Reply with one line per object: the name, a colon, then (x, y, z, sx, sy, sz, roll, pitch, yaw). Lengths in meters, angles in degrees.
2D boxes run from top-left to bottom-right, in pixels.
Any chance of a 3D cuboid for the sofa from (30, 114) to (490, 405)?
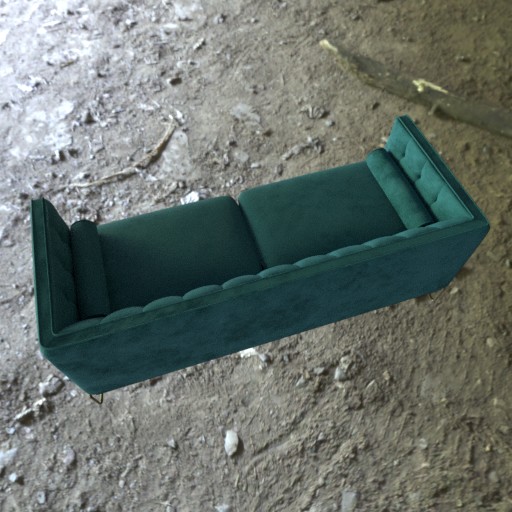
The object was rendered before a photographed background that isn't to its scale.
sofa: (0.000, 0.000, 2.432, 2.087, 0.789, 0.867, -15, 58, -10)
